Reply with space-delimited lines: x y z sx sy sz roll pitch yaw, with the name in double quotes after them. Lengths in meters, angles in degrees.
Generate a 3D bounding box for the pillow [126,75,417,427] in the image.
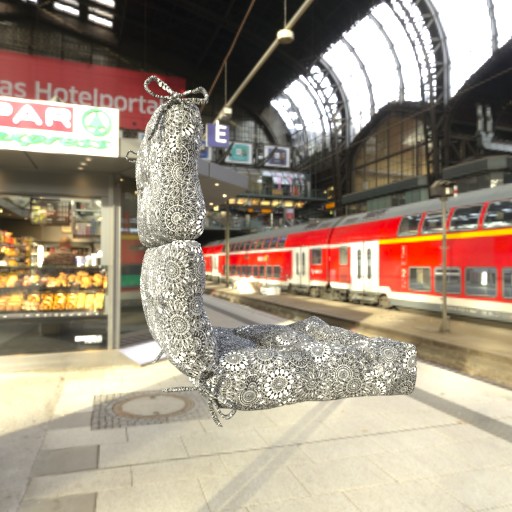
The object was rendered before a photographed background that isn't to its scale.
0.000 0.000 1.051 0.571 0.605 0.519 0 -1 -19 "pillow"
